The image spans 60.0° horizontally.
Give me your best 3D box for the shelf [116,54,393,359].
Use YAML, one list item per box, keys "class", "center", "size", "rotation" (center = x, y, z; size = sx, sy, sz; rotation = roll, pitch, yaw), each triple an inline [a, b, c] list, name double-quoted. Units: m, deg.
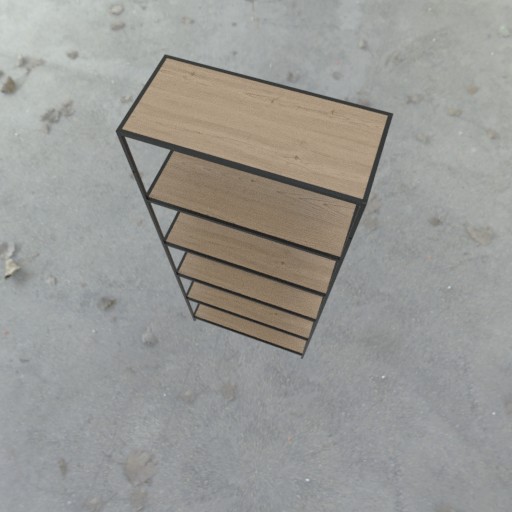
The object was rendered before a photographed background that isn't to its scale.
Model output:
- class: "shelf"
  center: [0.000, 0.000, 2.174]
  size: [0.770, 1.850, 0.350]
  rotation: [18, 65, 9]
